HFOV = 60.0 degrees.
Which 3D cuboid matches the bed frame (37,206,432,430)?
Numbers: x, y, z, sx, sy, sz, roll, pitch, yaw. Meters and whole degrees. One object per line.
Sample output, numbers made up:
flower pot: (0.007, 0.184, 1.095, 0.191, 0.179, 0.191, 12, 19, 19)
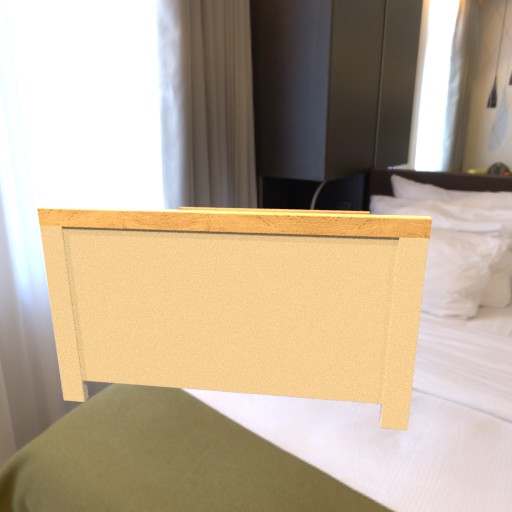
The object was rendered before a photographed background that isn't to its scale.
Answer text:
bed frame: (0.000, 0.000, 2.950, 1.670, 0.980, 2.050, 2, 17, 8)
